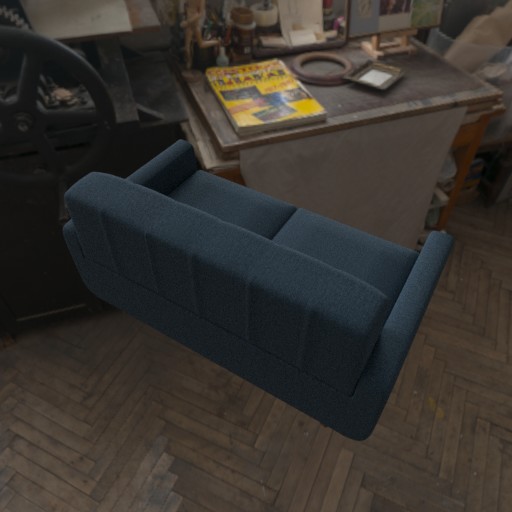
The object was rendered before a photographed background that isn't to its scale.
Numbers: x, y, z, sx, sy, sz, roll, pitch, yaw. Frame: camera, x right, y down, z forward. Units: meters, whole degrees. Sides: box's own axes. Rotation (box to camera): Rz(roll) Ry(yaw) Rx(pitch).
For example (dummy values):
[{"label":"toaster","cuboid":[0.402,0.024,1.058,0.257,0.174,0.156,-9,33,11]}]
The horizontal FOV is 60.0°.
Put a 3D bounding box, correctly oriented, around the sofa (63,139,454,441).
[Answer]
[{"label":"sofa","cuboid":[0.000,0.000,2.218,1.651,0.896,0.942,24,51,21]}]
